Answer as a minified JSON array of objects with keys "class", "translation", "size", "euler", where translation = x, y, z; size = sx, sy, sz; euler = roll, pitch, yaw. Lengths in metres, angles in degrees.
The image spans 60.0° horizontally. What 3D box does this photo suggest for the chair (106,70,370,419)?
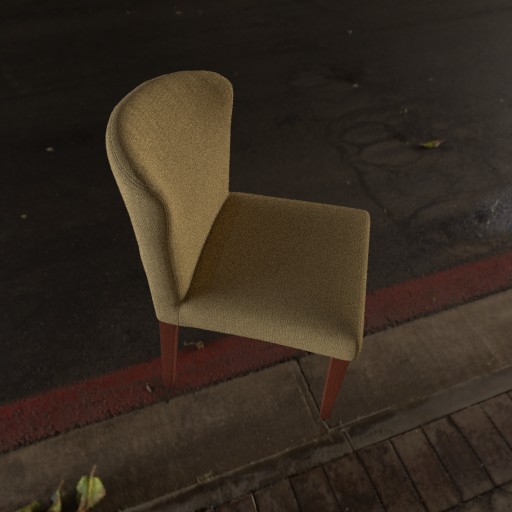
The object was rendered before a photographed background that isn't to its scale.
[{"class":"chair","translation":[0.000,0.000,1.190],"size":[0.589,0.839,0.491],"euler":[9,47,9]}]
